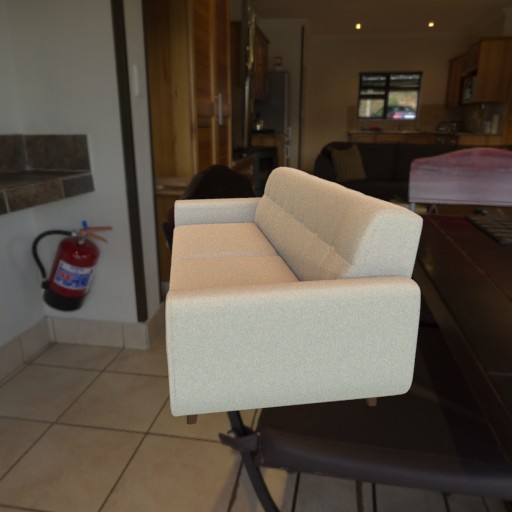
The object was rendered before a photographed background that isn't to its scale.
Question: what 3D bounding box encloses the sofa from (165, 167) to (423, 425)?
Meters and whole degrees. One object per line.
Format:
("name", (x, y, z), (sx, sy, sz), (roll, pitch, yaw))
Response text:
("sofa", (0.000, 0.000, 2.589), (0.980, 0.892, 2.137), (-3, 16, -9))
